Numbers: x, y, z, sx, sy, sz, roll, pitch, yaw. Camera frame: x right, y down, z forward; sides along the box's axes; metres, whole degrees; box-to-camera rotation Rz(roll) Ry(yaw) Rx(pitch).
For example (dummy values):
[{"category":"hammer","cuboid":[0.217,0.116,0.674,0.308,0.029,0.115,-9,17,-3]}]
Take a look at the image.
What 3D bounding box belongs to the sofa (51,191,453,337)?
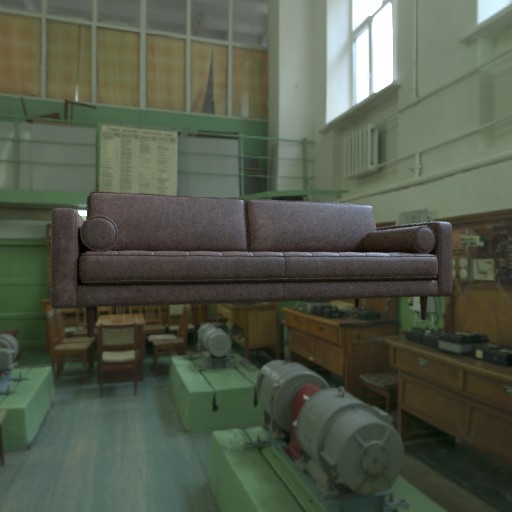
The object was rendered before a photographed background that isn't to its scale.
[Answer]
[{"category":"sofa","cuboid":[0.000,0.000,2.694,2.210,0.762,0.914,0,-1,-19]}]
